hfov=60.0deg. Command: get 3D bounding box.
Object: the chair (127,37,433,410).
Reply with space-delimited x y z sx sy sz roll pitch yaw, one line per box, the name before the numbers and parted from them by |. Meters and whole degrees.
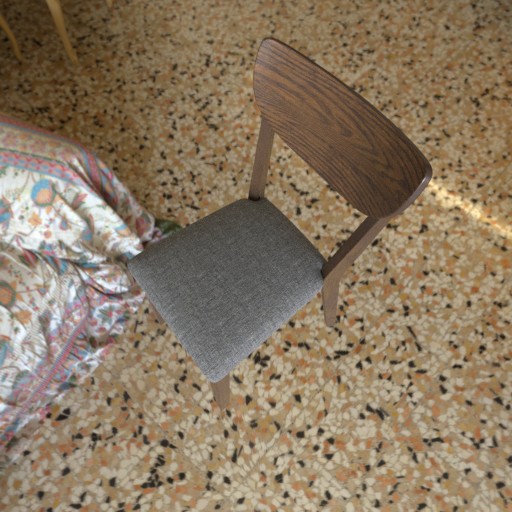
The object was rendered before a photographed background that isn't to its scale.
chair | 0.000 0.000 1.193 0.583 0.849 0.491 -35 67 -17
